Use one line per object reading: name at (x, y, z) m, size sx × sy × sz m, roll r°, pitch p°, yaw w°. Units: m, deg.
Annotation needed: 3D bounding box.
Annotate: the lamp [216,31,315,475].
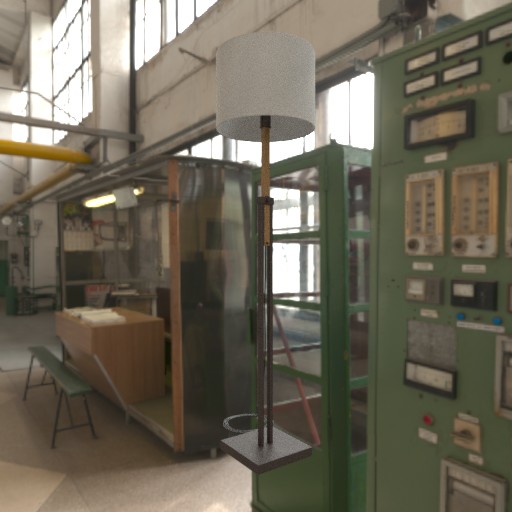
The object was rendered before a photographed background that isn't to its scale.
lamp at (0.000, 0.000, 1.948) m, size 0.474 × 1.650 × 0.639 m, roll 0°, pitch 1°, yaw -35°
